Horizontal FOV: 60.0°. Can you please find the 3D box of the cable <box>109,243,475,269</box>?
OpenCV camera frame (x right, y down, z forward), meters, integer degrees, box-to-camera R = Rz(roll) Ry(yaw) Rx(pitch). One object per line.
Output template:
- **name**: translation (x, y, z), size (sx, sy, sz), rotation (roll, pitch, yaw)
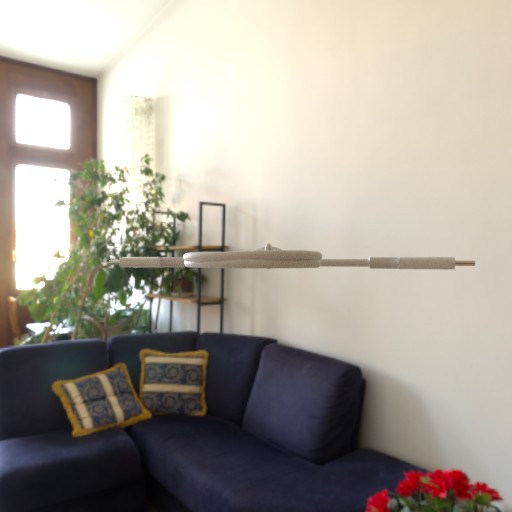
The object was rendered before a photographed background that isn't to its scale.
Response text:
- **cable**: translation (0.000, 0.000, 0.219), size (0.203, 0.014, 0.070), rotation (0, 0, 18)
